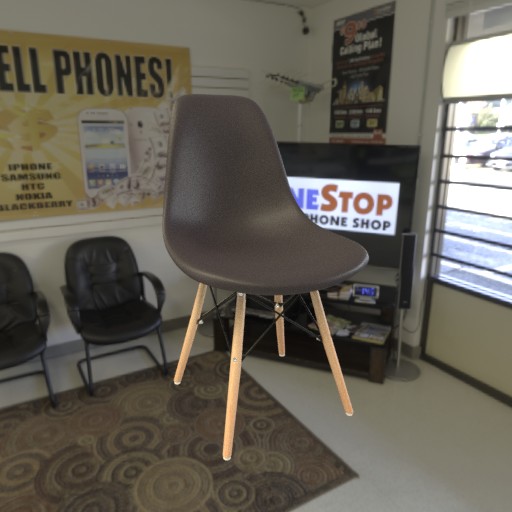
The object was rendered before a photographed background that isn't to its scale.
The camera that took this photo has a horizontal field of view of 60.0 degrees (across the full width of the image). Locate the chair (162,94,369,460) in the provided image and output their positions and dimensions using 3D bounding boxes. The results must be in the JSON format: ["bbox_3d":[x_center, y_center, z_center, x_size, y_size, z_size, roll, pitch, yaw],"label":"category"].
[{"bbox_3d":[0.000,0.000,1.155,0.470,0.825,0.533,-8,18,-26],"label":"chair"}]
